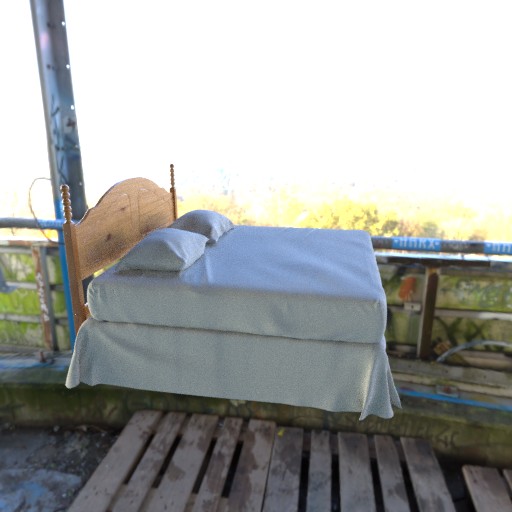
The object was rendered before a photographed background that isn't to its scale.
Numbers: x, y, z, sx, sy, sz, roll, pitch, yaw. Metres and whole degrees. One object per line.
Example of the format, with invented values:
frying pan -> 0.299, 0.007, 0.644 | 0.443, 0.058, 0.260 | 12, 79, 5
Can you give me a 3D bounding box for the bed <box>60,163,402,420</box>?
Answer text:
bed -> 0.000, 0.000, 3.708 | 2.219, 1.355, 2.322 | 3, 16, 11
